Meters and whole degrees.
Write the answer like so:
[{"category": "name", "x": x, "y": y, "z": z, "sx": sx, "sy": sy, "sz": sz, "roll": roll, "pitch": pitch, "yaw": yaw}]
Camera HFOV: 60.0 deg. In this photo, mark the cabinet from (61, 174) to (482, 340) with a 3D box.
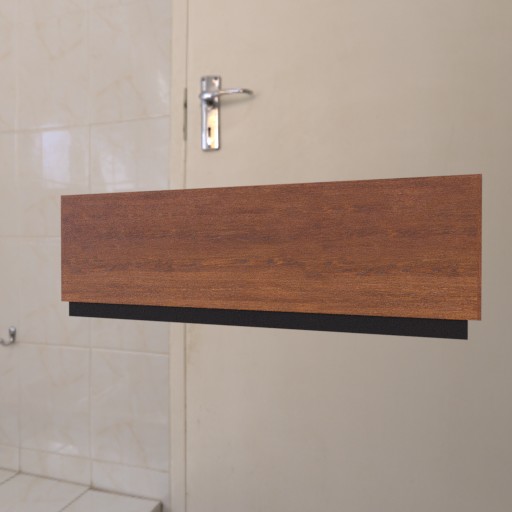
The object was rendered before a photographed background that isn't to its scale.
[{"category": "cabinet", "x": 0.000, "y": 0.000, "z": 1.810, "sx": 1.600, "sy": 0.510, "sz": 0.419, "roll": 0, "pitch": 1, "yaw": 19}]
